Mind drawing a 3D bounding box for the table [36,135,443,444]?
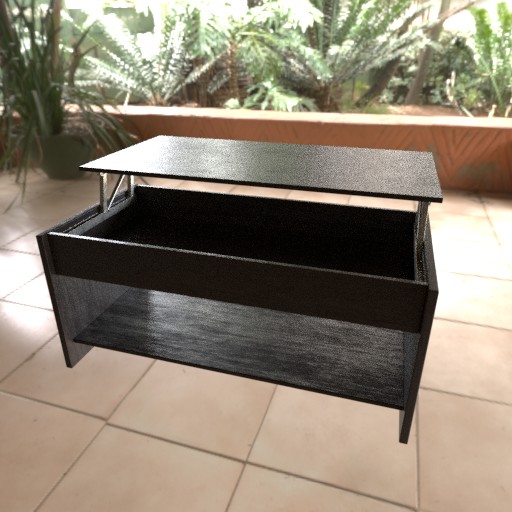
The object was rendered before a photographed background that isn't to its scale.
[{"bbox_3d":[0.000,0.000,1.410,1.000,0.570,0.712,8,27,15],"label":"table"}]
